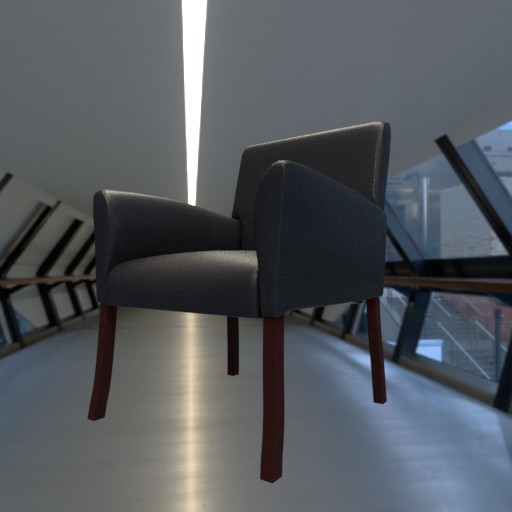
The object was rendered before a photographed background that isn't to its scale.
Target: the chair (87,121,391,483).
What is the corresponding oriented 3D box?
[{"bbox_3d":[0.000,0.000,1.418,0.683,0.951,0.772,-1,-1,36],"label":"chair"}]
